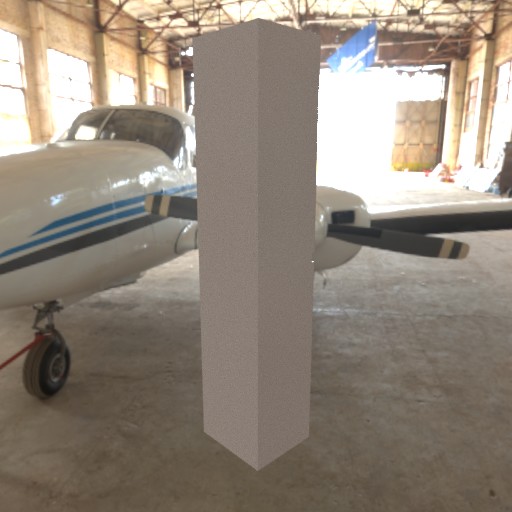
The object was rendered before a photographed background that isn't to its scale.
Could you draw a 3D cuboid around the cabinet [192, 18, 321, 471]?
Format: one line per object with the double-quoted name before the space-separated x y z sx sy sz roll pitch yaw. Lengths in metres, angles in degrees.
"cabinet" 0.000 0.000 1.538 0.269 1.400 0.300 -12 18 -42
